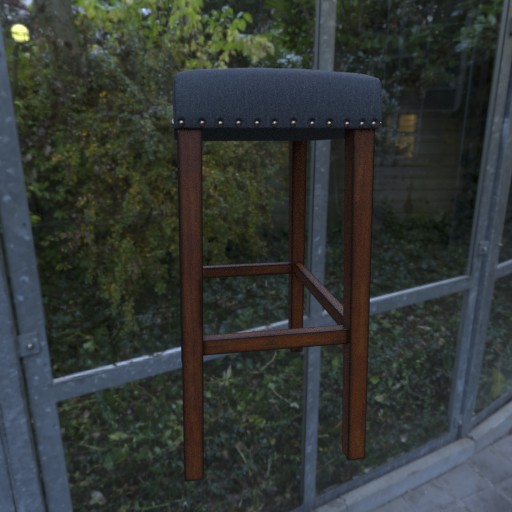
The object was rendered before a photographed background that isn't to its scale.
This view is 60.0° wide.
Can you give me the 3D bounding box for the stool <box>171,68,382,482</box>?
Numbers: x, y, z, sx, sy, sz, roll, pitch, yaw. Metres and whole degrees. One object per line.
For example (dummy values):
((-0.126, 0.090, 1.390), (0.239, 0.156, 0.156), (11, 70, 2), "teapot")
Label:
((0.000, 0.000, 1.017), (0.366, 0.748, 0.502), (-3, 16, -10), "stool")
